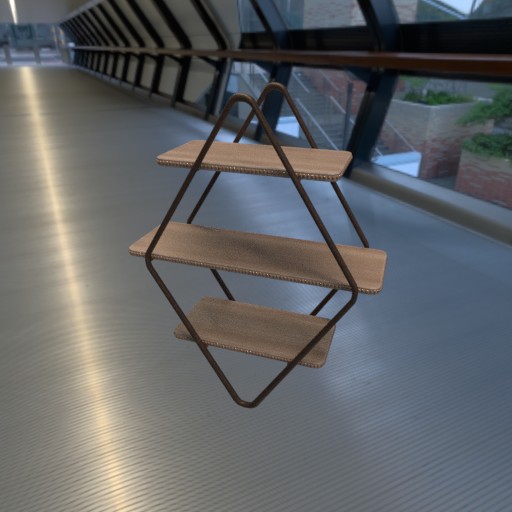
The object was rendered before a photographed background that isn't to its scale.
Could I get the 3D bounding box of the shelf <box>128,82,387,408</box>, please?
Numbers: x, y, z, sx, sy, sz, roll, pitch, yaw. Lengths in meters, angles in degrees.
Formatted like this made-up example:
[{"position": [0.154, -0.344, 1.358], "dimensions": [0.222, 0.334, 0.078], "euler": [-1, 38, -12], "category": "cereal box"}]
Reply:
[{"position": [0.000, 0.000, 1.081], "dimensions": [0.609, 0.774, 0.234], "euler": [9, 28, 17], "category": "shelf"}]
